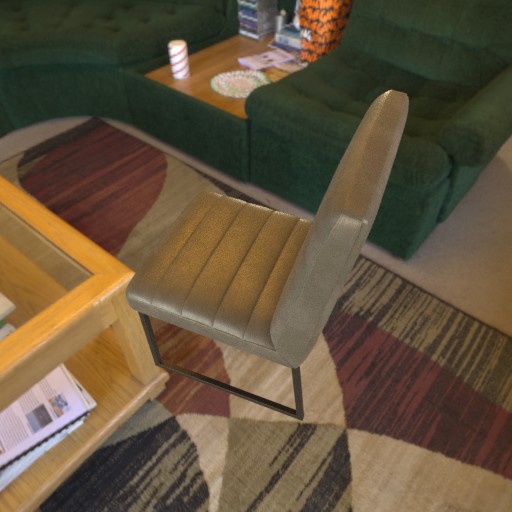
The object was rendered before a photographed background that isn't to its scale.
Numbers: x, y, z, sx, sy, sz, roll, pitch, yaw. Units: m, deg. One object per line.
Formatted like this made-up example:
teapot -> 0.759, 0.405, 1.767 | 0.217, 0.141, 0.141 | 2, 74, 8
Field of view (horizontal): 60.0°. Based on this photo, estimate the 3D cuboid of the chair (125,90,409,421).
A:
chair -> 0.000, 0.000, 1.332 | 0.634, 0.930, 0.520 | 16, 49, 15
